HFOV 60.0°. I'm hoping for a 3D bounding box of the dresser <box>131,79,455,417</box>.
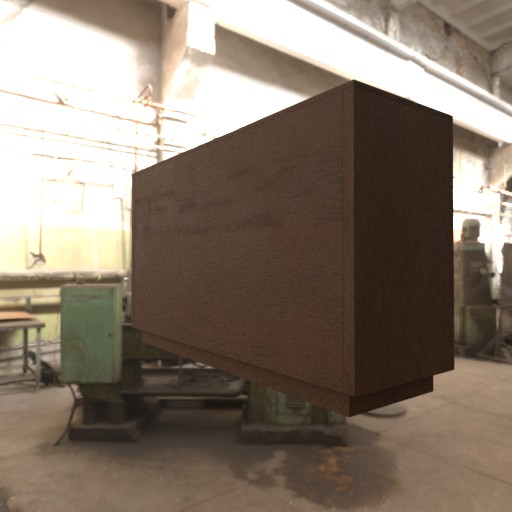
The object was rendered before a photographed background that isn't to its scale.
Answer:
[{"bbox_3d":[0.000,0.000,1.895,0.512,0.889,1.523,1,-1,-37],"label":"dresser"}]
